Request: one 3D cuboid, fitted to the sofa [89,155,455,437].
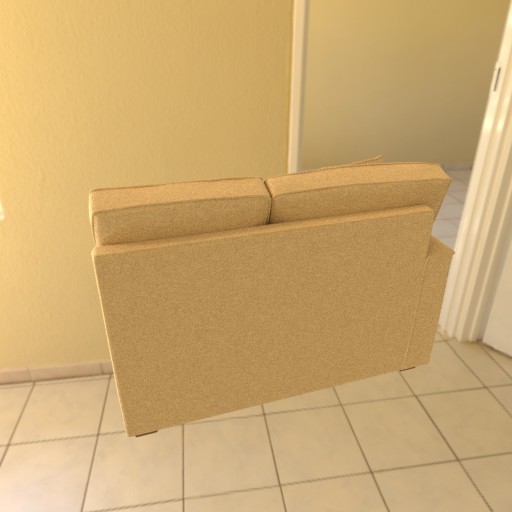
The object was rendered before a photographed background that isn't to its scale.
[{"bbox_3d":[0.000,0.000,2.061,1.388,0.989,0.991,-8,28,-16],"label":"sofa"}]
